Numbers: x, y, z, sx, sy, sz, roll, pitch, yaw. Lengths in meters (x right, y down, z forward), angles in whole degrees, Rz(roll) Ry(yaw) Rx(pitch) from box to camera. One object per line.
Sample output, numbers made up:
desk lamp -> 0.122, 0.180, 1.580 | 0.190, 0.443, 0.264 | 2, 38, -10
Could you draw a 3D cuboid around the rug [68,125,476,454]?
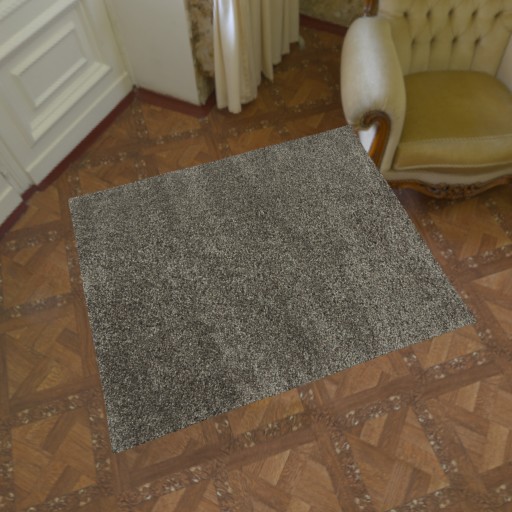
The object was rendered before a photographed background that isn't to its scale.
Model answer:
rug -> 0.000, 0.000, 3.964 | 3.000, 0.025, 2.401 | -17, 61, -10
